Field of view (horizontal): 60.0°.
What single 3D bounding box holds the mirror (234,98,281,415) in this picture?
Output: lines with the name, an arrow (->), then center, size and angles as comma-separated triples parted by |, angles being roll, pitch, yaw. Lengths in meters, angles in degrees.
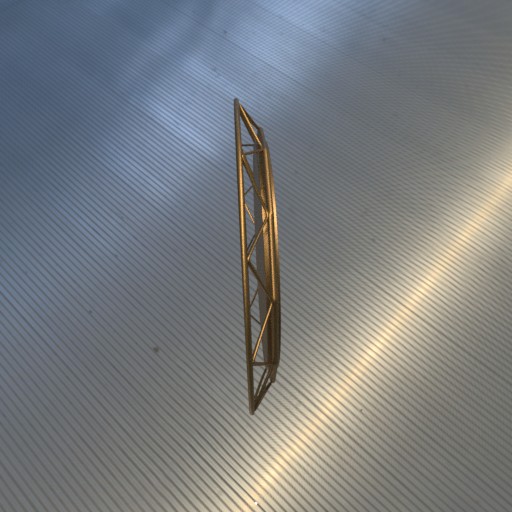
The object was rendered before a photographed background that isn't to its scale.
mirror -> 0.000, 0.000, 0.673 | 0.043, 0.454, 0.454 | -3, 61, -2
